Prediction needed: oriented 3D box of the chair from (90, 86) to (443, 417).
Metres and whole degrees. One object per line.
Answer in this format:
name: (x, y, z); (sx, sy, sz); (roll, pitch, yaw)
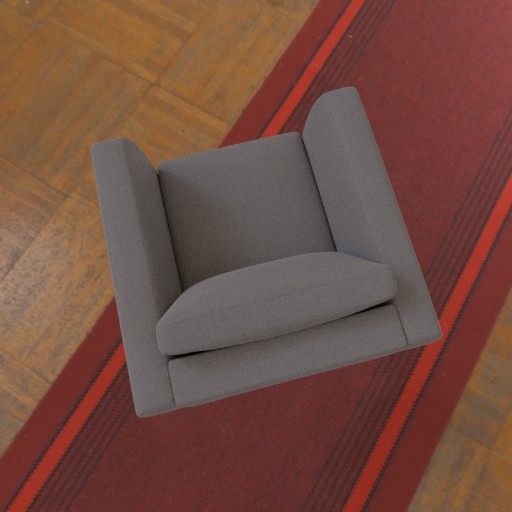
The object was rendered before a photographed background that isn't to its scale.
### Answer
chair: (0.000, 0.000, 1.686); (1.000, 0.860, 0.930); (-14, 76, -3)
